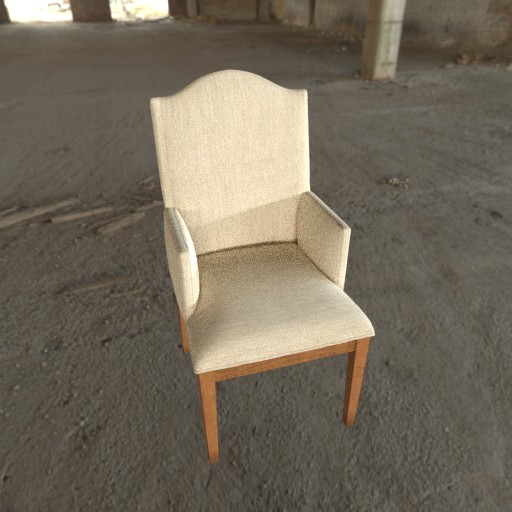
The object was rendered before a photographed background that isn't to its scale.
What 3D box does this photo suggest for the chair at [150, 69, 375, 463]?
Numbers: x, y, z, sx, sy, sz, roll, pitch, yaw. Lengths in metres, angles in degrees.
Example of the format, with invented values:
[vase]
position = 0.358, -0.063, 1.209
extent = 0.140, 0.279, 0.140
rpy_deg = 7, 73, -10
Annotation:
[chair]
position = 0.000, 0.000, 1.398
extent = 0.533, 1.016, 0.641
rpy_deg = -9, 32, -14
